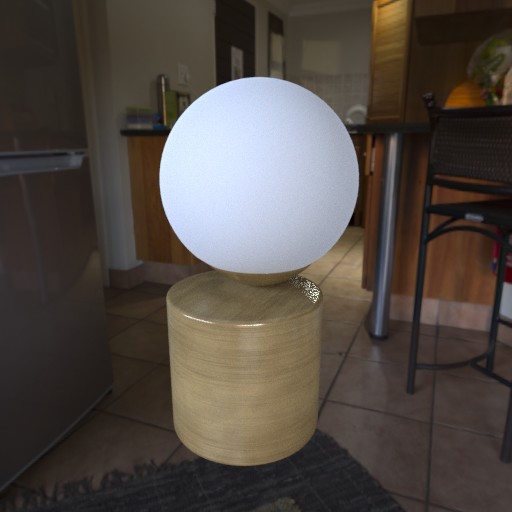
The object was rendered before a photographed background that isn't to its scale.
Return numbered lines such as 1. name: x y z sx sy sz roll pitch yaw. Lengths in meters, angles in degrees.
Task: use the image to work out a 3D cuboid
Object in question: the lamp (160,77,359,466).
1. lamp: 0.000 0.000 0.332 0.141 0.250 0.152 7 18 24
